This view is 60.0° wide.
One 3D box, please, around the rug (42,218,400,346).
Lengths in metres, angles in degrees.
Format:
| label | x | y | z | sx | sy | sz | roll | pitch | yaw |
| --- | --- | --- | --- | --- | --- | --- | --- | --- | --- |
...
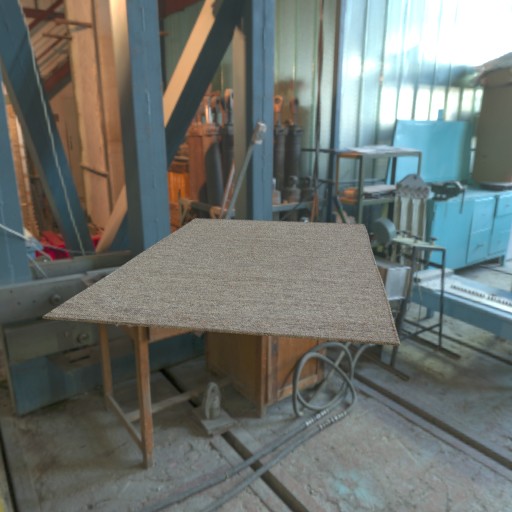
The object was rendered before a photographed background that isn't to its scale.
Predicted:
| label | x | y | z | sx | sy | sz | roll | pitch | yaw |
| --- | --- | --- | --- | --- | --- | --- | --- | --- | --- |
| rug | 0.000 | 0.000 | 2.932 | 1.547 | 0.013 | 2.283 | 3 | 16 | 9 |
